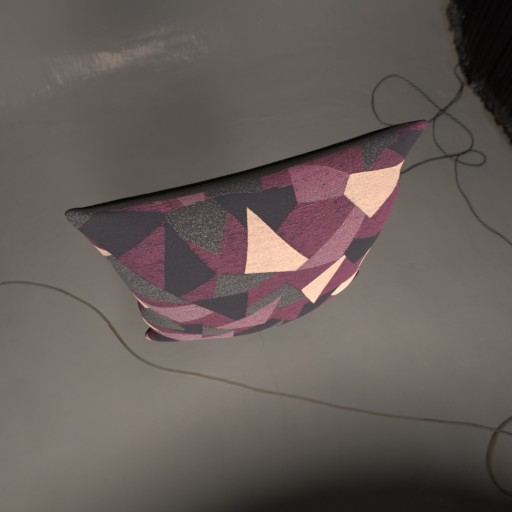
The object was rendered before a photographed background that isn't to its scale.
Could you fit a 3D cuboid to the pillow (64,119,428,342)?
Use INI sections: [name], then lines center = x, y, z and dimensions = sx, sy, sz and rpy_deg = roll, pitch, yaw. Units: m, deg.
[pillow]
center = 0.000, 0.000, 0.778
dimensions = 0.503, 0.496, 0.208
rpy_deg = -17, 65, -8
